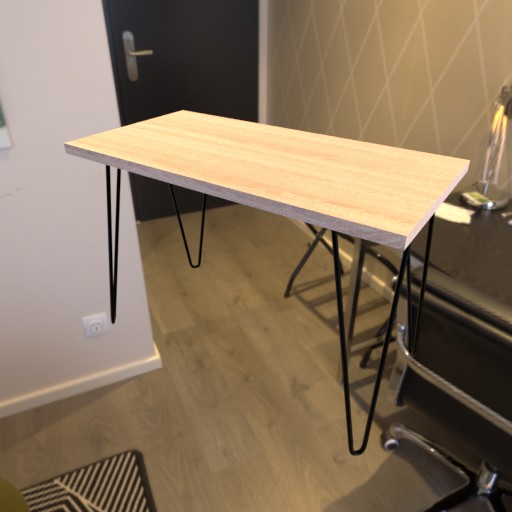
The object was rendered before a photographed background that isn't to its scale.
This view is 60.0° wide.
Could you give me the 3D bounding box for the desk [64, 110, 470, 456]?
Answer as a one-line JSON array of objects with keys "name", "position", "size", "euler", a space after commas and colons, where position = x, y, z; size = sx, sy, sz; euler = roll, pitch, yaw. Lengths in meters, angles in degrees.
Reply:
[{"name": "desk", "position": [0.000, 0.000, 1.370], "size": [0.991, 0.660, 0.499], "euler": [19, 36, 29]}]
